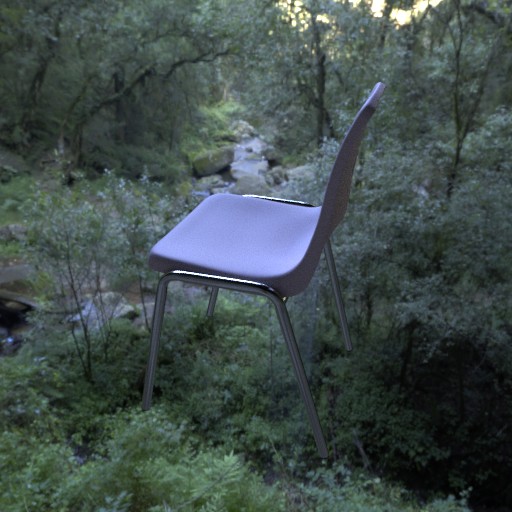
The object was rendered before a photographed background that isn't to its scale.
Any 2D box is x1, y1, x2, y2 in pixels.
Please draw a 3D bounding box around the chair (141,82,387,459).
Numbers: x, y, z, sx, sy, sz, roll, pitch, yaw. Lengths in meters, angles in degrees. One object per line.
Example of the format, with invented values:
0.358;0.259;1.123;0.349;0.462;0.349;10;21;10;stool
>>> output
0.000;0.000;0.938;0.436;0.704;0.381;10;32;16;chair
